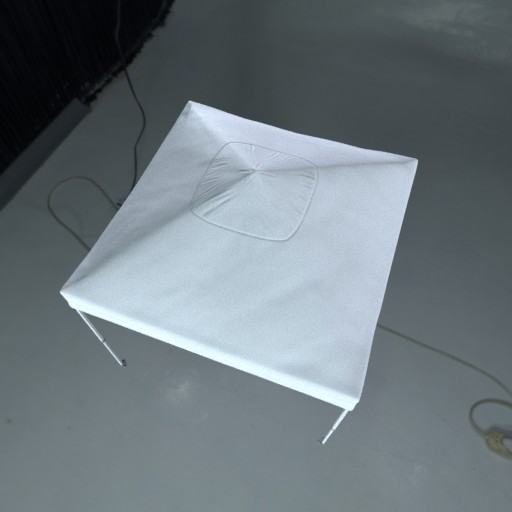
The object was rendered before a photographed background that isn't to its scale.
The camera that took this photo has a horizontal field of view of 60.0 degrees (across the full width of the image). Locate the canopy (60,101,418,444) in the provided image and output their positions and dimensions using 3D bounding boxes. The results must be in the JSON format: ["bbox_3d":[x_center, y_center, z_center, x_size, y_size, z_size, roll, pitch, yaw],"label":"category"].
[{"bbox_3d":[0.000,0.000,5.389,2.996,2.997,2.998,18,60,11],"label":"canopy"}]
